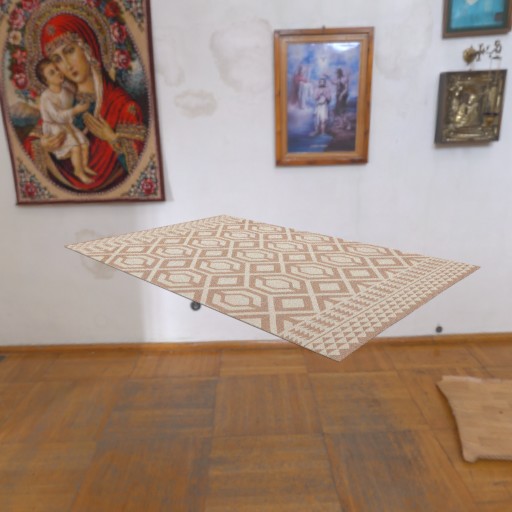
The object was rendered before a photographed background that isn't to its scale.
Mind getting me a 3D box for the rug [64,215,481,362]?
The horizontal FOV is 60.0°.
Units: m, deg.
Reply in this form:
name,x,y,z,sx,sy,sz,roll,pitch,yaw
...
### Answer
name,x,y,z,sx,sy,sz,roll,pitch,yaw
rug,0.000,0.000,2.315,1.829,0.008,1.219,15,23,41
